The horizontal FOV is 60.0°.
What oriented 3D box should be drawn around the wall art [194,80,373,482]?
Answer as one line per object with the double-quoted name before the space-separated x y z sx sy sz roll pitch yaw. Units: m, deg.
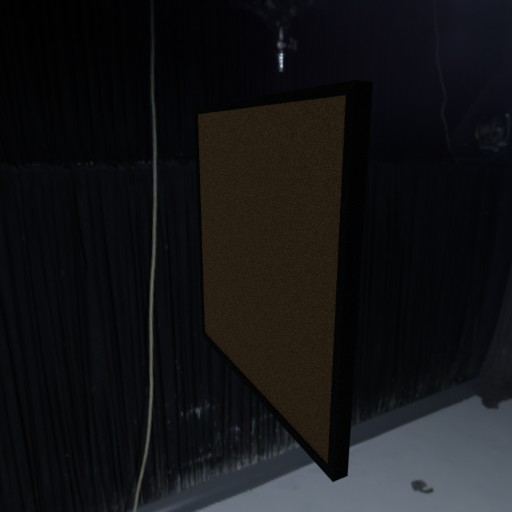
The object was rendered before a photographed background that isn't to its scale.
"wall art" 0.000 0.000 1.133 0.037 0.761 0.761 -7 17 -26
